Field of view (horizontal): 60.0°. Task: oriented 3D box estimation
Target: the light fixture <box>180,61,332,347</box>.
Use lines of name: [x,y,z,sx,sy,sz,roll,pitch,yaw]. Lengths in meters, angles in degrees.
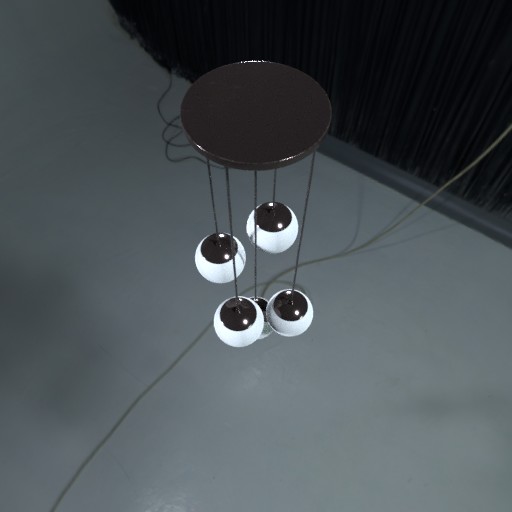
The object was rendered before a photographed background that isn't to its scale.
light fixture: [0.000,0.000,1.548,0.484,1.271,0.489,30,63,17]
